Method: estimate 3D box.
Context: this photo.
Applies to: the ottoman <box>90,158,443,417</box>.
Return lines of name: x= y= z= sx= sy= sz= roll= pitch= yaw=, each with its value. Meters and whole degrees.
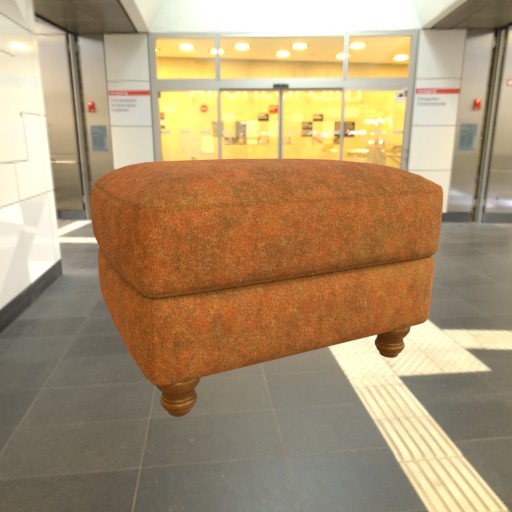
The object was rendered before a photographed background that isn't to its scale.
ottoman: x=0.000 y=0.000 z=1.190 sx=0.787 sy=0.508 sz=0.635 roll=-7 pitch=16 yaw=-25
